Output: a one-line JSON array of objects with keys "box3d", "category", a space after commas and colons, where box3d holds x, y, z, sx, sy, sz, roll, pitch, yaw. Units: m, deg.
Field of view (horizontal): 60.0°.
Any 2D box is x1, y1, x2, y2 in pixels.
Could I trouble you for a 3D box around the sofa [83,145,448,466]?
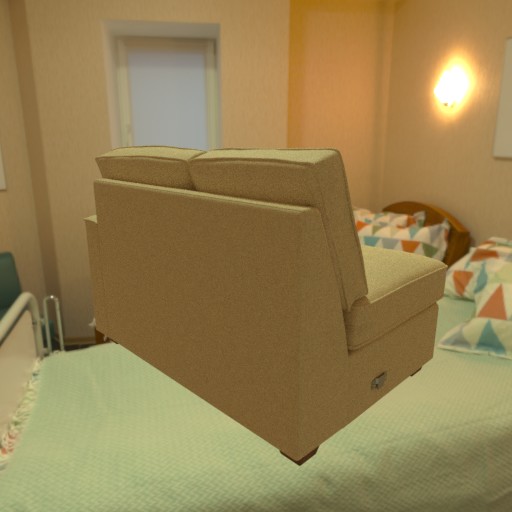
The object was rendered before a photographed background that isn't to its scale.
[{"box3d": [0.000, 0.000, 2.018, 0.991, 0.989, 1.388, -14, 21, -43], "category": "sofa"}]
